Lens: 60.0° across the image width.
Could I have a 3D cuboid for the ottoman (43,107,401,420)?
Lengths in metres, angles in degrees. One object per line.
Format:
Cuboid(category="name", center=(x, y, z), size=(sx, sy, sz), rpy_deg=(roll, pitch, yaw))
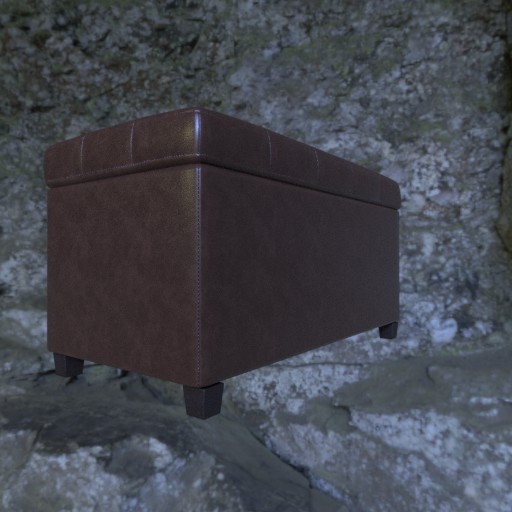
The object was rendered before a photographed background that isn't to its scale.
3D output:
Cuboid(category="ottoman", center=(0.000, 0.000, 1.072), size=(0.432, 0.470, 0.838), rpy_deg=(0, 0, 37))
